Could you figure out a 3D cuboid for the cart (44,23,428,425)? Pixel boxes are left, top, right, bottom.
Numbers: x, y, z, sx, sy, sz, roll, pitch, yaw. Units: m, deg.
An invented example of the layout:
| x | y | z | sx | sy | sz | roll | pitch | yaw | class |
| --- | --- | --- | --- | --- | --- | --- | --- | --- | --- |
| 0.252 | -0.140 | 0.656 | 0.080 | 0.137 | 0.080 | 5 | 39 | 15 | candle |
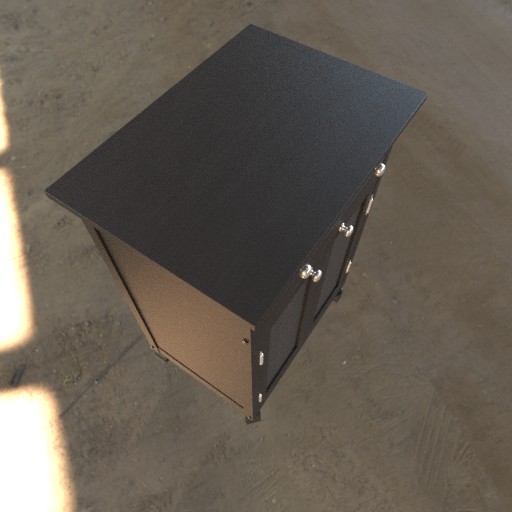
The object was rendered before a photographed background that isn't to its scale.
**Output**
| x | y | z | sx | sy | sz | roll | pitch | yaw | class |
| --- | --- | --- | --- | --- | --- | --- | --- | --- | --- |
| 0.000 | 0.000 | 1.230 | 0.456 | 0.879 | 0.660 | 30 | 62 | 18 | cart |
